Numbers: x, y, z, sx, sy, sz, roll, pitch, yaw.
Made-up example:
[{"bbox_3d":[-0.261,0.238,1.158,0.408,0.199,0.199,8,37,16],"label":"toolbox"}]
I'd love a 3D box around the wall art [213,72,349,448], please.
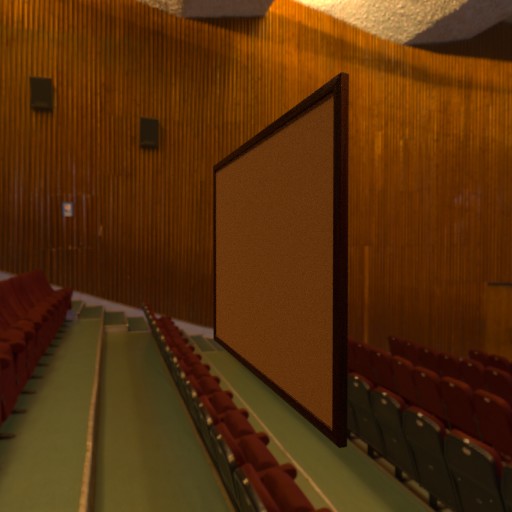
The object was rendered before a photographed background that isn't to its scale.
[{"bbox_3d":[0.000,0.000,1.046,0.014,0.559,0.816,0,1,-19],"label":"wall art"}]
